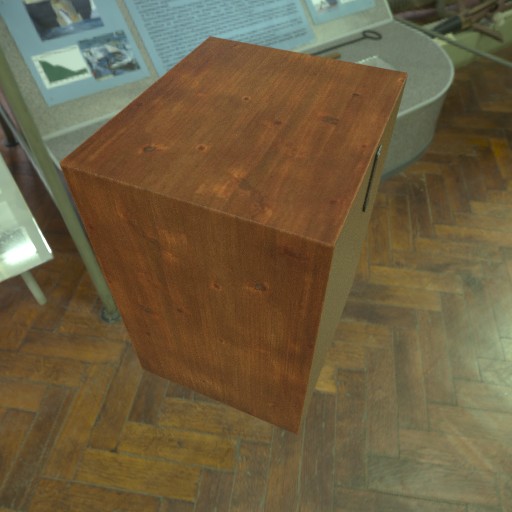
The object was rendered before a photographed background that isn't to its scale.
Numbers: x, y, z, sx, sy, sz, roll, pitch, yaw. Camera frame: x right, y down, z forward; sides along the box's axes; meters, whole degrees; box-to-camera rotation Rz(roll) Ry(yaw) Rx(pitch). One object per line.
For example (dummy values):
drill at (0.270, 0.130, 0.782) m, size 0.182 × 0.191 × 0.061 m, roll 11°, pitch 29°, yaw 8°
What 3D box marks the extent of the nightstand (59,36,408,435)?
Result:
nightstand at (0.000, 0.000, 0.972) m, size 0.410 × 0.695 × 0.465 m, roll 18°, pitch 51°, yaw 15°
